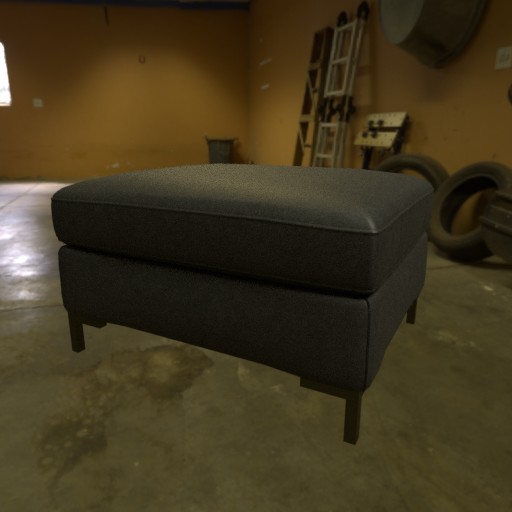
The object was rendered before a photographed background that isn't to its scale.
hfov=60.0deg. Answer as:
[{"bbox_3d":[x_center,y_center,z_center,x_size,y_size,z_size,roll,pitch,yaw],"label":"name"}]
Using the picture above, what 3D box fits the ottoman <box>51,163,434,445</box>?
[{"bbox_3d":[0.000,0.000,1.779,1.187,0.696,0.967,8,18,27],"label":"ottoman"}]
